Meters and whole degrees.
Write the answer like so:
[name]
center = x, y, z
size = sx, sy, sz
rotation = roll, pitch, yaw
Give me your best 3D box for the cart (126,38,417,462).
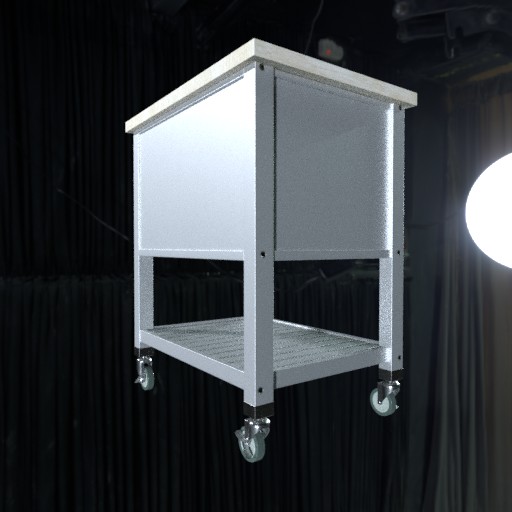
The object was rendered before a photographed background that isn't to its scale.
[cart]
center = 0.000, 0.000, 1.390
size = 0.559, 0.914, 0.762
rotation = -1, 1, -36
